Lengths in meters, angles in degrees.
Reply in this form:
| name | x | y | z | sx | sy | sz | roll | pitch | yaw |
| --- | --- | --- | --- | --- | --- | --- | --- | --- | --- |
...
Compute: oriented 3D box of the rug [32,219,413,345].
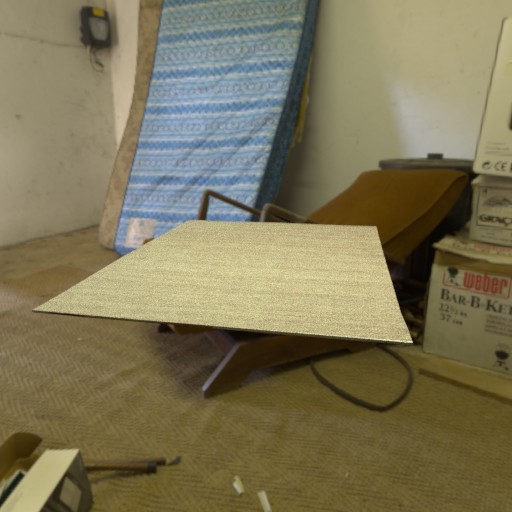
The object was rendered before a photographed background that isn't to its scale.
| name | x | y | z | sx | sy | sz | roll | pitch | yaw |
| --- | --- | --- | --- | --- | --- | --- | --- | --- | --- |
| rug | 0.000 | 0.000 | 4.227 | 2.434 | 0.045 | 3.202 | 3 | 16 | 11 |
